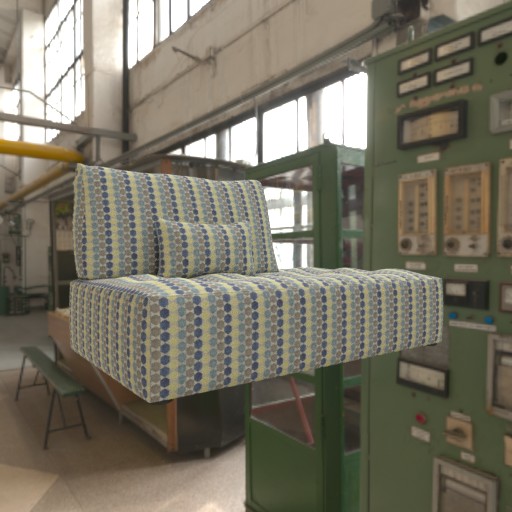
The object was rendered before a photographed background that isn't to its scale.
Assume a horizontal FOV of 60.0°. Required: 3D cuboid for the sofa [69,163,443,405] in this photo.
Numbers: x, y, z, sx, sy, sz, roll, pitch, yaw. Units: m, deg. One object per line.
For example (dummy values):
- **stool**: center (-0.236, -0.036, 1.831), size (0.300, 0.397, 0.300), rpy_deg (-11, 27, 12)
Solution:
- **sofa**: center (0.000, 0.000, 2.013), size (1.450, 0.820, 1.000), rpy_deg (0, 1, -36)
